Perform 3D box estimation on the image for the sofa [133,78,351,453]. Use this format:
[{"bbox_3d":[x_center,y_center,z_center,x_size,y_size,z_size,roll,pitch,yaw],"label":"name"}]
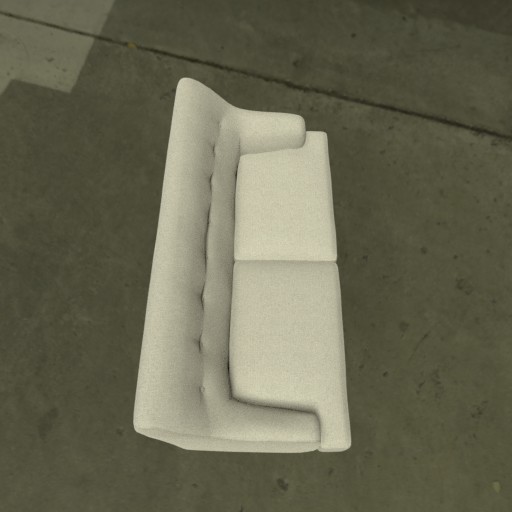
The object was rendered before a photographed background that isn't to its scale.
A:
[{"bbox_3d":[0.000,0.000,2.568,0.978,0.871,2.057,1,63,0],"label":"sofa"}]
